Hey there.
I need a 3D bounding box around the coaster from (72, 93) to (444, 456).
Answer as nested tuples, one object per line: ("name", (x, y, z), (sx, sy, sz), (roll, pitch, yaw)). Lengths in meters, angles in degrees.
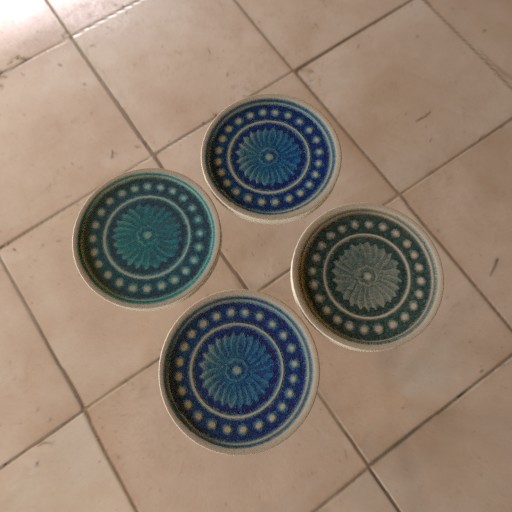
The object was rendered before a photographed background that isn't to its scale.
("coaster", (0.000, 0.000, 0.323), (0.220, 0.010, 0.224), (-35, 77, -9))
